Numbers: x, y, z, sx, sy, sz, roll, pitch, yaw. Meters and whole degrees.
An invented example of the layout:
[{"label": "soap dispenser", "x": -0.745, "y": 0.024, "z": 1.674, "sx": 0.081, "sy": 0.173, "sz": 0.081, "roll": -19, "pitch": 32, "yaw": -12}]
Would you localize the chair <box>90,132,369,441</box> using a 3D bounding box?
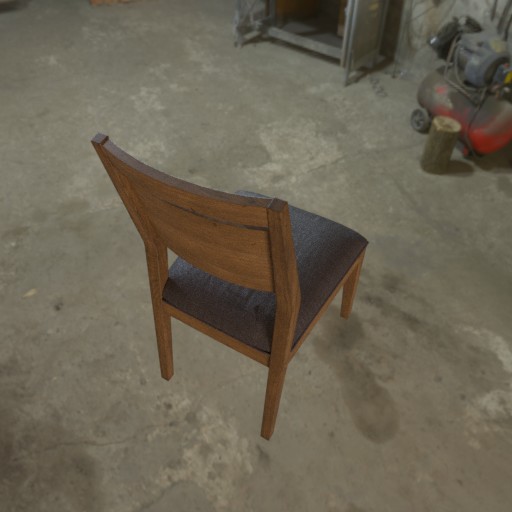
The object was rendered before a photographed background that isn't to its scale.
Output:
[{"label": "chair", "x": 0.000, "y": 0.000, "z": 1.292, "sx": 0.501, "sy": 0.939, "sz": 0.610, "roll": 23, "pitch": 51, "yaw": 21}]
